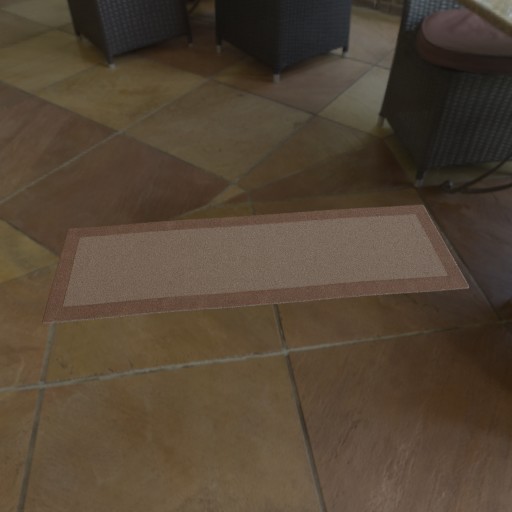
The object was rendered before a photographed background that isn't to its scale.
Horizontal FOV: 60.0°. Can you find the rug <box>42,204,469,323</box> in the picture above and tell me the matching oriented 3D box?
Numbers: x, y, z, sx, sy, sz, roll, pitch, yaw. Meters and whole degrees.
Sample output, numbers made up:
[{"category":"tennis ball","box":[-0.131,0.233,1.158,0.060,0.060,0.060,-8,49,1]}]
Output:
[{"category":"rug","box":[0.000,0.000,2.764,2.430,0.012,0.767,-4,47,-4]}]
